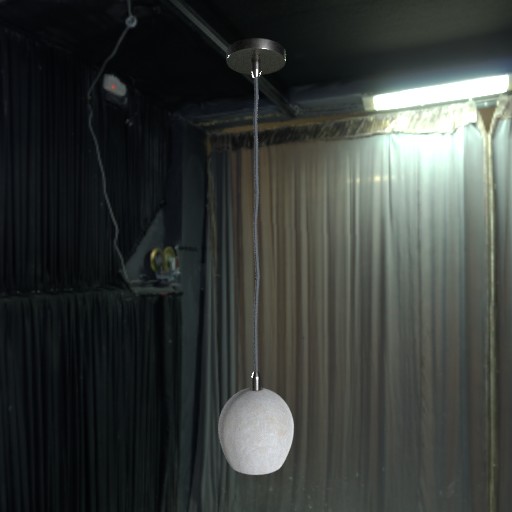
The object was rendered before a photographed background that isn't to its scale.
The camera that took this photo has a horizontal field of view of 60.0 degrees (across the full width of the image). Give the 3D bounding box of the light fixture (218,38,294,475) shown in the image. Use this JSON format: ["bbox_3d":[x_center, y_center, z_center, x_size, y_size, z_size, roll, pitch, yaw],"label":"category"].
[{"bbox_3d":[0.000,0.000,0.827,0.139,0.764,0.139,0,-1,20],"label":"light fixture"}]
